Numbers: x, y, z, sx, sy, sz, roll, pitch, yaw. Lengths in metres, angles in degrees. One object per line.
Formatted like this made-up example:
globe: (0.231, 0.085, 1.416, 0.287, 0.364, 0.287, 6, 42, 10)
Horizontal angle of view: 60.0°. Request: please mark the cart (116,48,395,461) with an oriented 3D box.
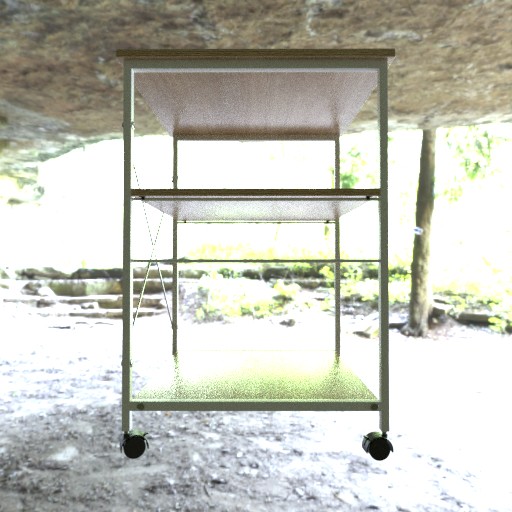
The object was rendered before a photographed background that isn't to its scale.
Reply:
cart: (0.000, 0.000, 1.077, 0.520, 0.762, 0.521, 0, -1, 0)
